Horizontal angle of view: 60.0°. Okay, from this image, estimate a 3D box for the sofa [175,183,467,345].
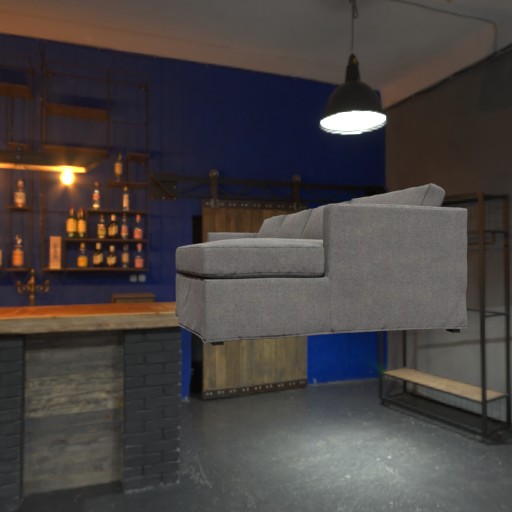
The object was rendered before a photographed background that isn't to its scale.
[{"bbox_3d":[0.000,0.000,3.879,1.650,0.922,3.205,0,0,-18],"label":"sofa"}]
